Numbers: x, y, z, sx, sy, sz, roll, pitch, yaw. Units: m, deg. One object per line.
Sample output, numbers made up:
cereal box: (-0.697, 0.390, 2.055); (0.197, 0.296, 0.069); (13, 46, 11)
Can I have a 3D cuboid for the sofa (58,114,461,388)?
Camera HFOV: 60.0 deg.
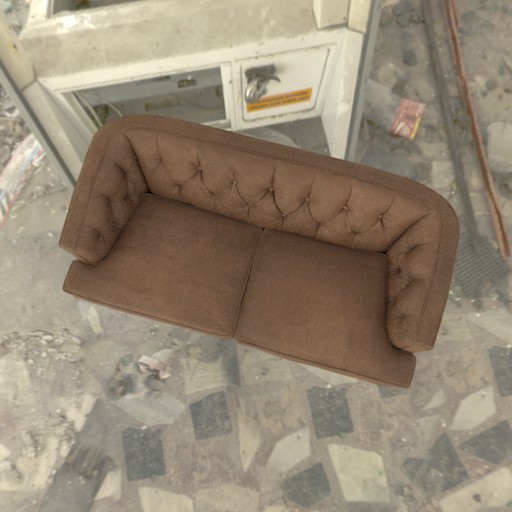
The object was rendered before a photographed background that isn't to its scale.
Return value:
sofa: (0.000, 0.000, 2.276); (1.767, 0.799, 0.917); (15, 76, 4)
